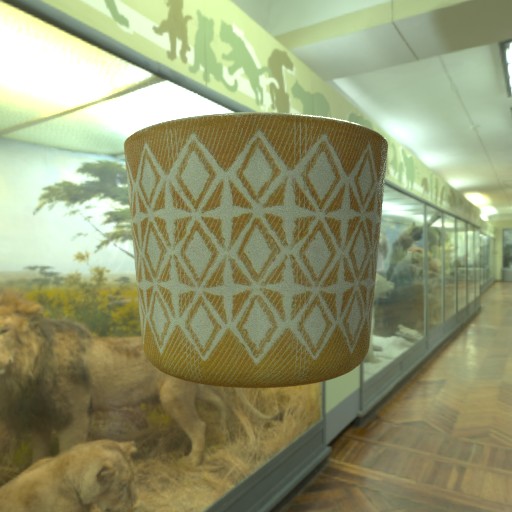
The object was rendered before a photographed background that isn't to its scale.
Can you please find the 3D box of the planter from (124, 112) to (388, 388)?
[{"bbox_3d":[0.000,0.000,0.222,0.126,0.104,0.126,0,0,0],"label":"planter"}]
